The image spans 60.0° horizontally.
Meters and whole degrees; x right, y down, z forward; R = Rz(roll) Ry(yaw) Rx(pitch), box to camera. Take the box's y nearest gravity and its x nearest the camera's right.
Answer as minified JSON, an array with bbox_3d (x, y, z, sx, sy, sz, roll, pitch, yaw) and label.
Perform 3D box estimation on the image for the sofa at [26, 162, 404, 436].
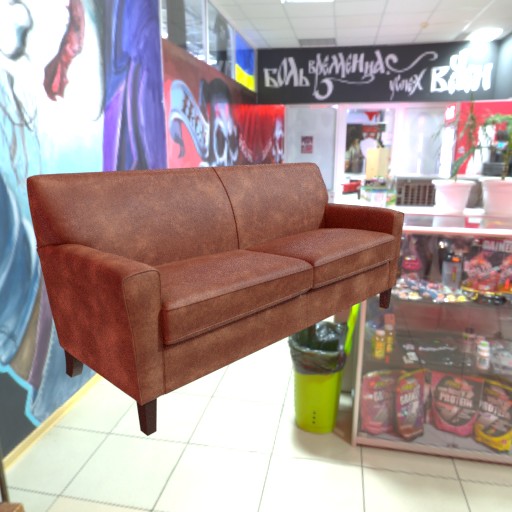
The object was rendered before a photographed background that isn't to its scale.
[{"bbox_3d":[0.000,0.000,2.458,0.805,0.947,2.053,13,19,42],"label":"sofa"}]
